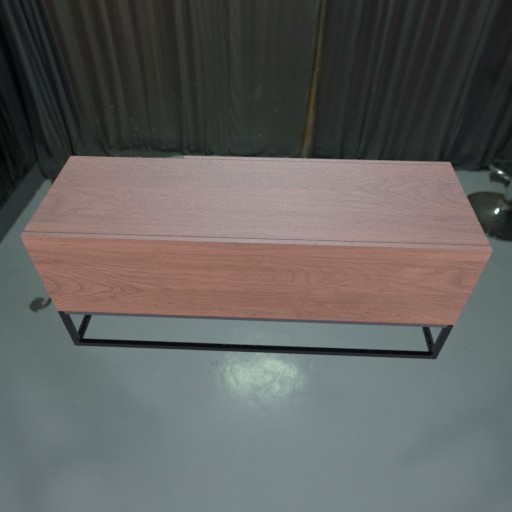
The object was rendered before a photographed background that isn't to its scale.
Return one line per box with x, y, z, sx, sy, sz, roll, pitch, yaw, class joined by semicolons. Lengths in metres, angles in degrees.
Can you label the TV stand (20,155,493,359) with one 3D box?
0.000;0.000;1.445;1.200;0.500;0.415;2;45;2;TV stand
